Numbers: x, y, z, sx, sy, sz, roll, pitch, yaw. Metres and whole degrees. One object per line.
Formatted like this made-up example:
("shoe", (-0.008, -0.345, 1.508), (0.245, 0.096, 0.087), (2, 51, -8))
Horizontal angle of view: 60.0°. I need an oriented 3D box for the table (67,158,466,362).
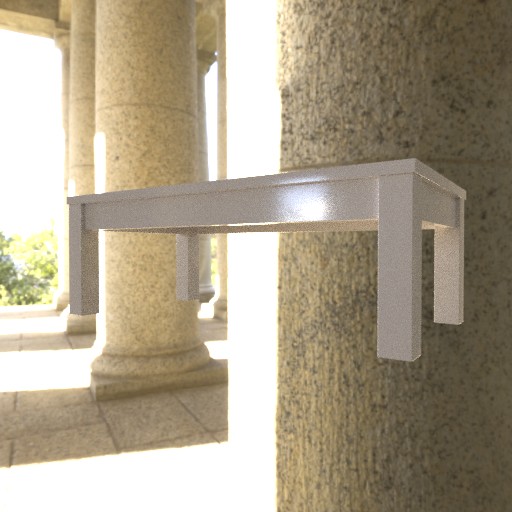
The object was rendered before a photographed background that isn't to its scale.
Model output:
("table", (0.000, 0.000, 1.683), (1.350, 0.470, 0.700), (1, 1, 34))
